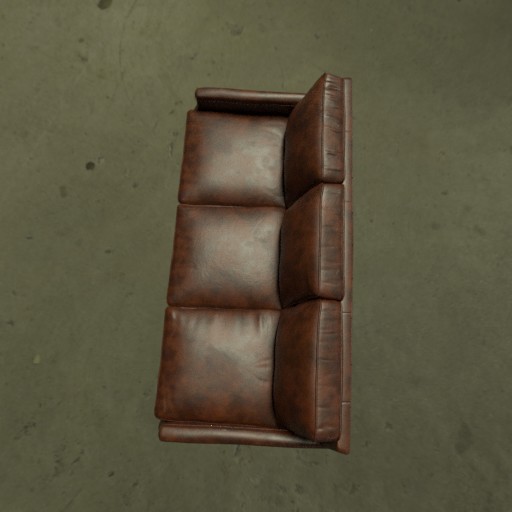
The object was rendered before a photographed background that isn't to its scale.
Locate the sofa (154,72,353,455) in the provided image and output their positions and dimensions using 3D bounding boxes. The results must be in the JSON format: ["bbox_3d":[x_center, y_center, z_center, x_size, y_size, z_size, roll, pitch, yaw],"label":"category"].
[{"bbox_3d":[0.000,0.000,2.808,1.084,1.003,2.240,3,76,1],"label":"sofa"}]
